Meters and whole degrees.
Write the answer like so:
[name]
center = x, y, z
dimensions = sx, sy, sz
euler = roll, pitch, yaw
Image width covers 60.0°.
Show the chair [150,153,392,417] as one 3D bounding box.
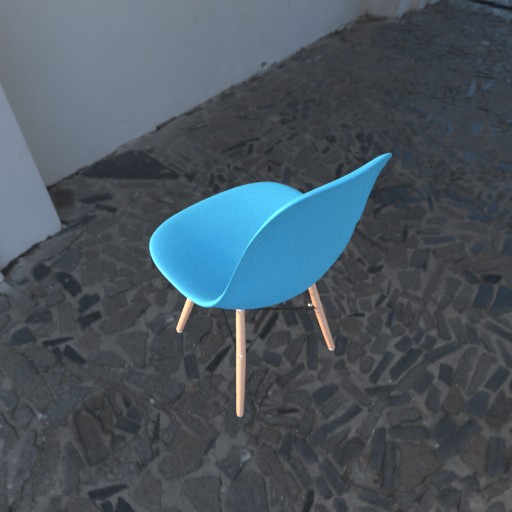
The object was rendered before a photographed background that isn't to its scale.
[chair]
center = 0.000, 0.000, 1.153
dimensions = 0.470, 0.826, 0.531
euler = -29, 53, -24
